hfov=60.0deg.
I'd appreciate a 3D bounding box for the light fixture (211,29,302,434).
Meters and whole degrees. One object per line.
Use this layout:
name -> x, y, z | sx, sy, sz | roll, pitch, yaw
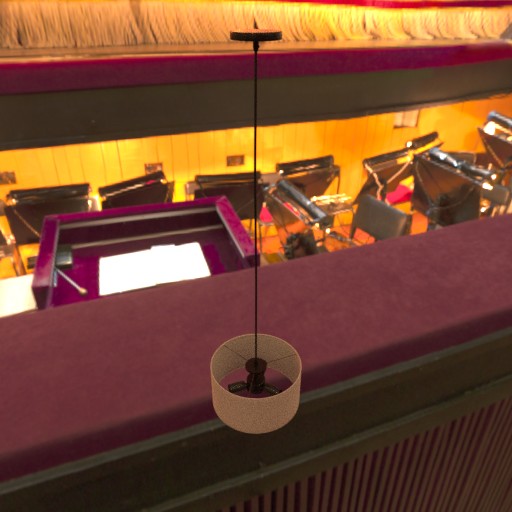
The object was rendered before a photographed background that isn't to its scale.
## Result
light fixture -> 0.000, 0.000, 1.671 | 0.399, 1.516, 0.399 | 0, 30, 0
